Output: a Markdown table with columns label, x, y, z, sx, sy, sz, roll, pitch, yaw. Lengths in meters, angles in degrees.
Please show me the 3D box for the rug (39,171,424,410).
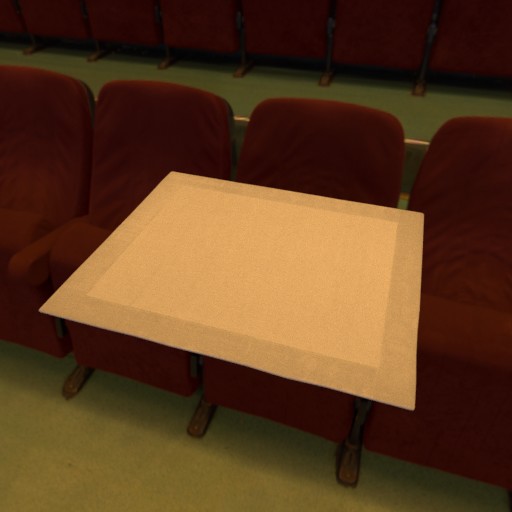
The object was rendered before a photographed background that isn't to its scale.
| label | x | y | z | sx | sy | sz | roll | pitch | yaw |
| --- | --- | --- | --- | --- | --- | --- | --- | --- | --- |
| rug | 0.000 | 0.000 | 4.166 | 2.976 | 0.018 | 2.430 | 12 | 41 | 14 |
